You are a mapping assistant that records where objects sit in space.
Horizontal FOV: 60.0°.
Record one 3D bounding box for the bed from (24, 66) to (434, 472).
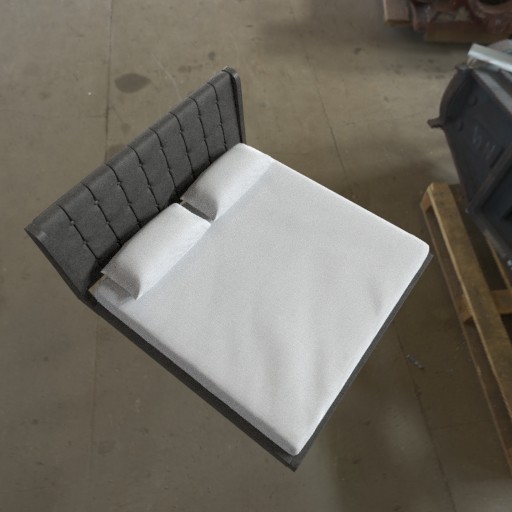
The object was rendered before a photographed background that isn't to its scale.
[{"bbox_3d":[0.000,0.000,3.172,2.031,1.158,1.903,33,64,18],"label":"bed"}]
